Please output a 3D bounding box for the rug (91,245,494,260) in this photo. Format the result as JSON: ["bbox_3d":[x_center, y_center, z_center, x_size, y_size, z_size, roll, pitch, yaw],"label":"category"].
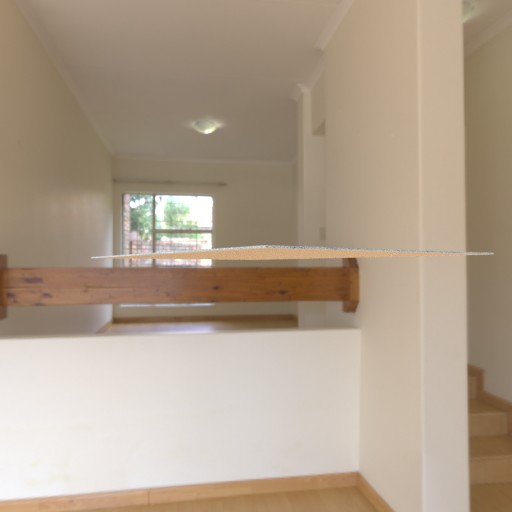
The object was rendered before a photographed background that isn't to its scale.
[{"bbox_3d":[0.000,0.000,2.200,1.142,0.006,1.752,1,-2,-34],"label":"rug"}]
